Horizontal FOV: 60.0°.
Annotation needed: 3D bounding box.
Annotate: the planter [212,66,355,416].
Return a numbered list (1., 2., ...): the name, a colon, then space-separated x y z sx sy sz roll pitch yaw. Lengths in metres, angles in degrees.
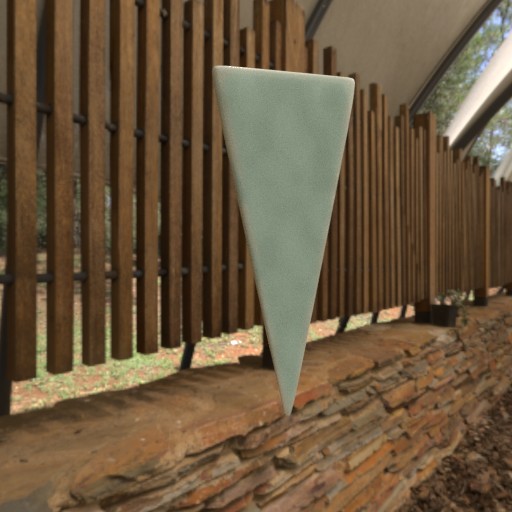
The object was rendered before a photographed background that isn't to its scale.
1. planter: 0.000 0.000 0.221 0.080 0.178 0.064 0 0 35
